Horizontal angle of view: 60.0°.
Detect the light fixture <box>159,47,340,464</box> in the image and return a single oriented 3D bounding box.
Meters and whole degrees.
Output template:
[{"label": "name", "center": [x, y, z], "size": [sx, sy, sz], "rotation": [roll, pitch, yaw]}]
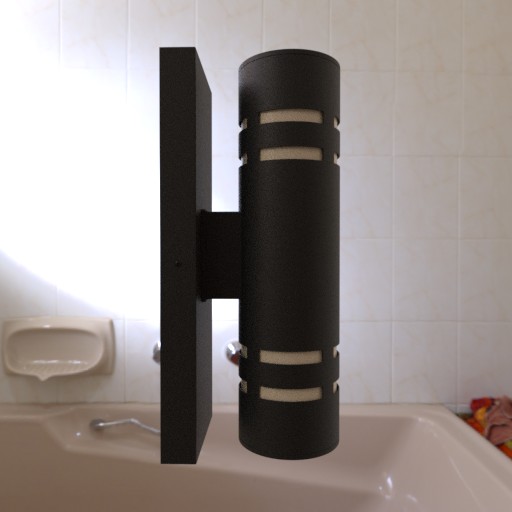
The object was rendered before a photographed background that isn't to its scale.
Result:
[{"label": "light fixture", "center": [0.000, 0.000, 0.400], "size": [0.149, 0.330, 0.105], "rotation": [0, 1, 1]}]
